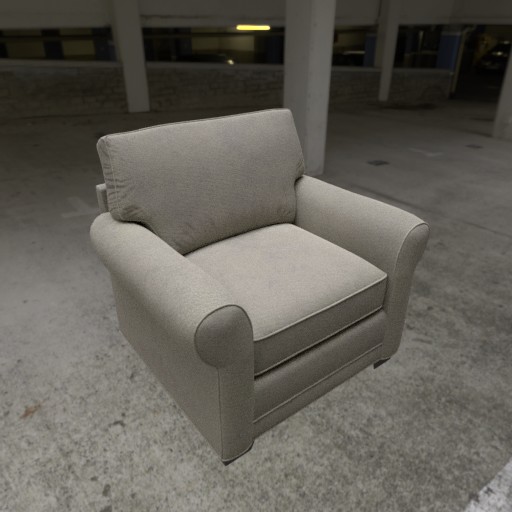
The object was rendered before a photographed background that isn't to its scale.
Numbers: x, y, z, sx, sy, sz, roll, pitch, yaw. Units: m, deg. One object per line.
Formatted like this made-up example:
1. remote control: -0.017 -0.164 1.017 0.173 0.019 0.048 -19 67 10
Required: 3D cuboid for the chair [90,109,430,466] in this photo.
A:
1. chair: 0.000 0.000 1.885 1.147 1.044 0.939 -20 34 -32
